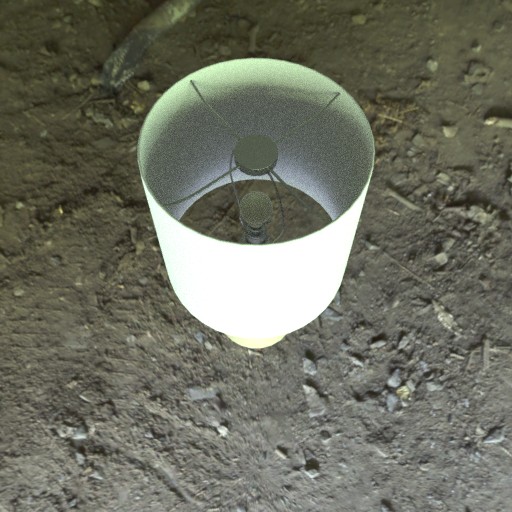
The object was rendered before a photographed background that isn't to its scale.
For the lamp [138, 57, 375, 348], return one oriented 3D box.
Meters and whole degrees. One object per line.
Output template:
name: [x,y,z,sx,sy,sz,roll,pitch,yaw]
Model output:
lamp: [0.000,0.000,0.474,0.186,0.369,0.186,0,64,0]
